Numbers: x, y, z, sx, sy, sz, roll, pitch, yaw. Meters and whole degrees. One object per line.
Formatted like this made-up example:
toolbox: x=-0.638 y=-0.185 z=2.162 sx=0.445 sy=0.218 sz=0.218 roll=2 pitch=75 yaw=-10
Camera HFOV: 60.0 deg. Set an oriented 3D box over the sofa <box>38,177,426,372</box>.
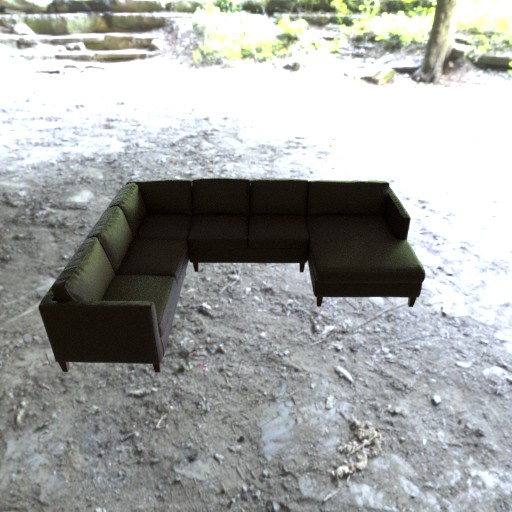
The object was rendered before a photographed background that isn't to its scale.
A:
sofa: x=0.000 y=0.000 z=4.699 sx=3.460 sy=0.923 sz=2.593 roll=0 pitch=31 yaw=0
